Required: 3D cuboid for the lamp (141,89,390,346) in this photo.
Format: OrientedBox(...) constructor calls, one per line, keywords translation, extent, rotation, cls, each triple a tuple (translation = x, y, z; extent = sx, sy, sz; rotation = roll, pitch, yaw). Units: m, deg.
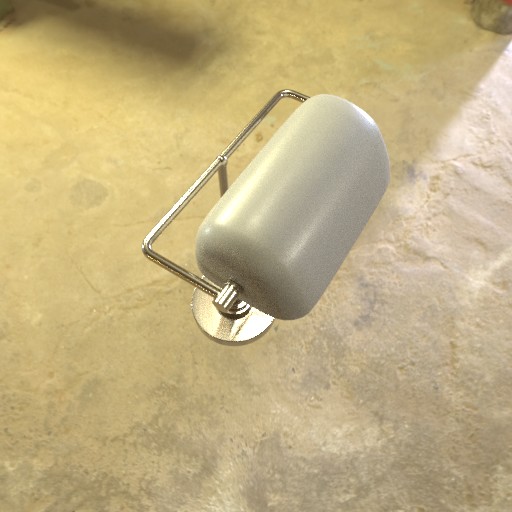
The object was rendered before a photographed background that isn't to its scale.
OrientedBox(translation=(0.000, 0.000, 0.568), extent=(0.227, 0.404, 0.269), rotation=(28, 63, 16), cls="lamp")
